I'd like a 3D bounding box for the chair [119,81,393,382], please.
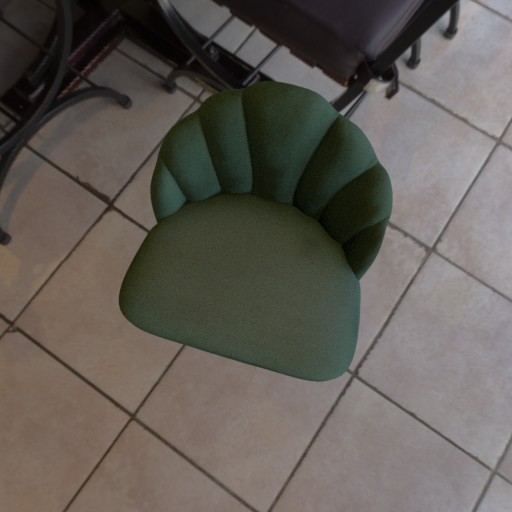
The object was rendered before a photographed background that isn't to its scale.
[{"bbox_3d":[0.000,0.000,1.286,0.657,0.819,0.599,16,76,4],"label":"chair"}]
